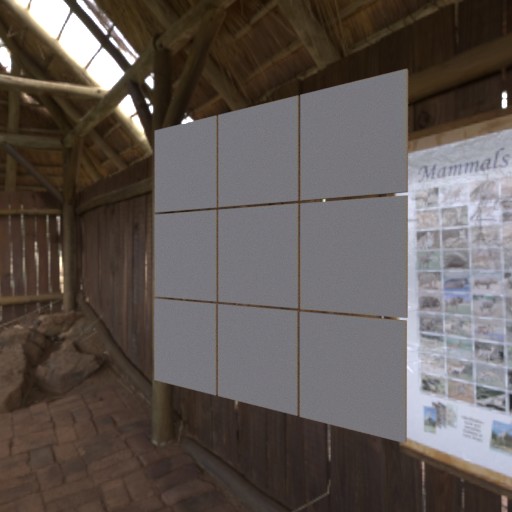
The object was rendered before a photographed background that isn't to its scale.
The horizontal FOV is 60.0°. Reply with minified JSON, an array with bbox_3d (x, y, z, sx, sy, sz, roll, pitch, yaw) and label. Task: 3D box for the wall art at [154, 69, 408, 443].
[{"bbox_3d":[0.000,0.000,2.257,1.527,1.521,0.017,0,0,36],"label":"wall art"}]
